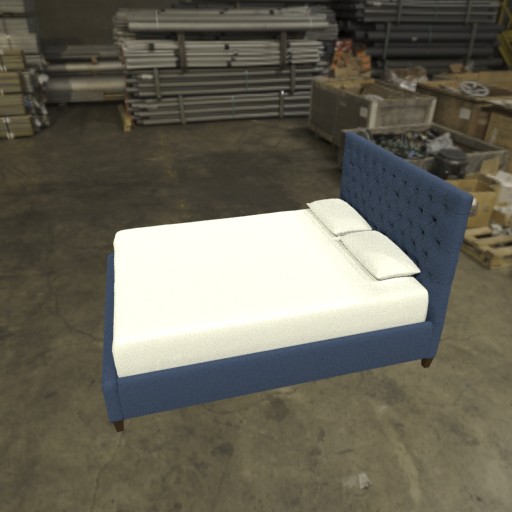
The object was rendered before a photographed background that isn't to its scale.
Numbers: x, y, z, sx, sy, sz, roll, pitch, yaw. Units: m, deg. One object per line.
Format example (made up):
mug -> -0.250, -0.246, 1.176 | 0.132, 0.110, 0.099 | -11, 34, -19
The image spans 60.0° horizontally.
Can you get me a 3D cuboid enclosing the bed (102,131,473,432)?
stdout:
bed -> 0.000, 0.000, 3.503 | 2.387, 1.427, 1.706 | -7, 30, -13
